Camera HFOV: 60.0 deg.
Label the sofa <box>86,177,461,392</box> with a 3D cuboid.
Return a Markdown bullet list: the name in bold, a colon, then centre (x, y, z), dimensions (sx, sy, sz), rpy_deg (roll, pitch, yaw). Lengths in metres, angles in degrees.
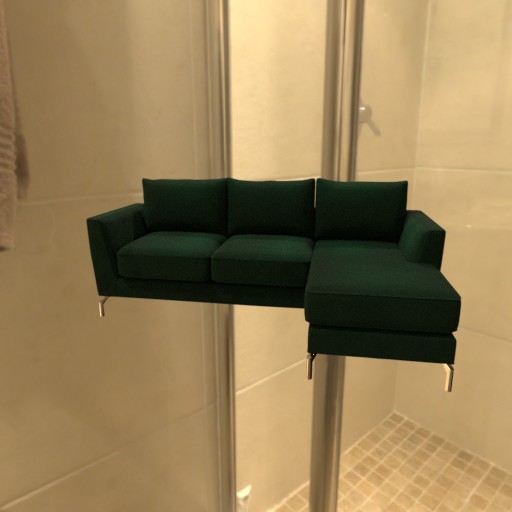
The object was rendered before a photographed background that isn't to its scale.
- **sofa**: centre (0.000, 0.000, 3.105), dimensions (2.441, 1.007, 1.489), rpy_deg (3, 15, 10)
